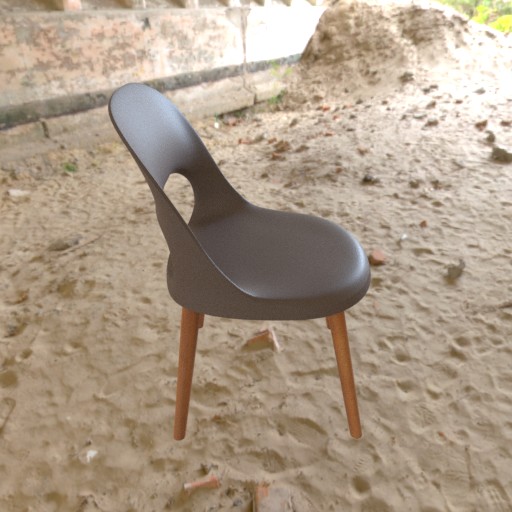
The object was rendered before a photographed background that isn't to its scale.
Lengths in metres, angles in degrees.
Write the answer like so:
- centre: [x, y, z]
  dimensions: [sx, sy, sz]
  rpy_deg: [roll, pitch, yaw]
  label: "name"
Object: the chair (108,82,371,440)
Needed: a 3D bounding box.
- centre: [0.000, 0.000, 1.098]
  dimensions: [0.556, 0.794, 0.470]
  rpy_deg: [0, 30, 0]
  label: "chair"
